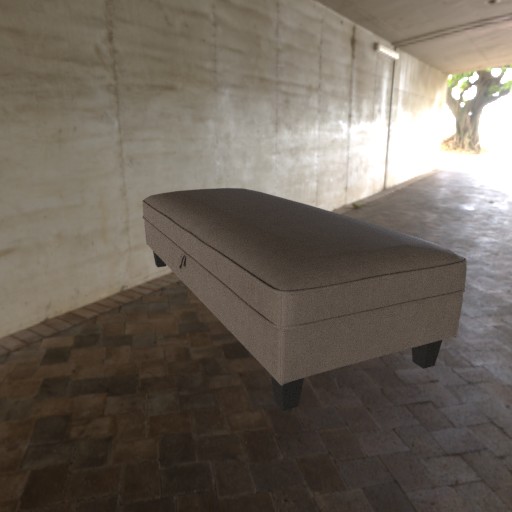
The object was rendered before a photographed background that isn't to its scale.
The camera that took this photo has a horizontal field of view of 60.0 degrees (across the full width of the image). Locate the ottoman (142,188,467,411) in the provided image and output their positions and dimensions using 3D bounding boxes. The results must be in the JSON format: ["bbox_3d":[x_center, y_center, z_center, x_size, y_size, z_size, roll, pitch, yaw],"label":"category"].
[{"bbox_3d":[0.000,0.000,2.082,0.751,0.470,1.764,-8,18,-24],"label":"ottoman"}]
